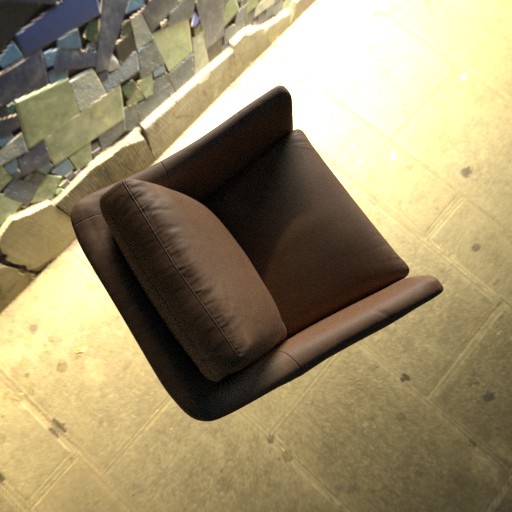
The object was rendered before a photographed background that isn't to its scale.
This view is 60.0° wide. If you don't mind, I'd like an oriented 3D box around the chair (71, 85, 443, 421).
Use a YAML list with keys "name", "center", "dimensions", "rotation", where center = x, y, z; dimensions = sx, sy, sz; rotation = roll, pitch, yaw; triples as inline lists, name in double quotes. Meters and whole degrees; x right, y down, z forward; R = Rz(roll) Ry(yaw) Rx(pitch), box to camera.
- name: "chair"
  center: [0.000, 0.000, 1.693]
  dimensions: [0.963, 0.895, 0.988]
  rotation: [-33, 78, -8]
